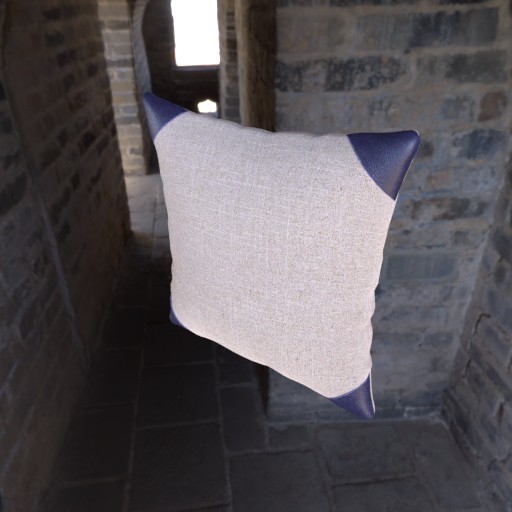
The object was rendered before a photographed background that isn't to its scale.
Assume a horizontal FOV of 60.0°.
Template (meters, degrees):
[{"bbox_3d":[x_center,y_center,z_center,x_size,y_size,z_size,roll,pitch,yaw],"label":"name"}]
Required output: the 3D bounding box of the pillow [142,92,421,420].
[{"bbox_3d":[0.000,0.000,0.685,0.440,0.441,0.147,19,34,30],"label":"pillow"}]
